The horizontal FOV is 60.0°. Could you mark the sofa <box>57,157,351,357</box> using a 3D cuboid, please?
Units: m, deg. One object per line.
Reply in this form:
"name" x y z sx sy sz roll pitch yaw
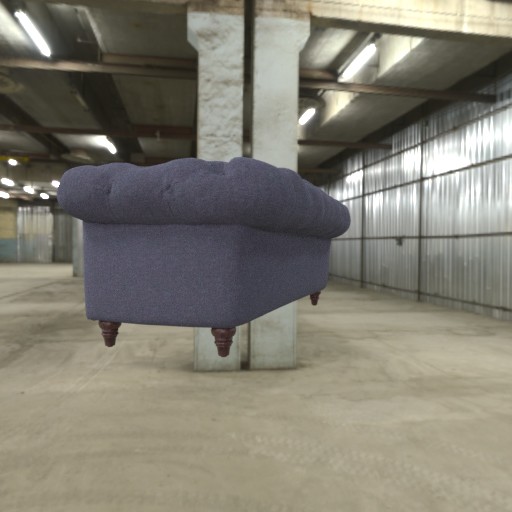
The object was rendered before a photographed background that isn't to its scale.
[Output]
"sofa" 0.000 0.000 2.818 1.046 0.836 2.335 0 1 19
